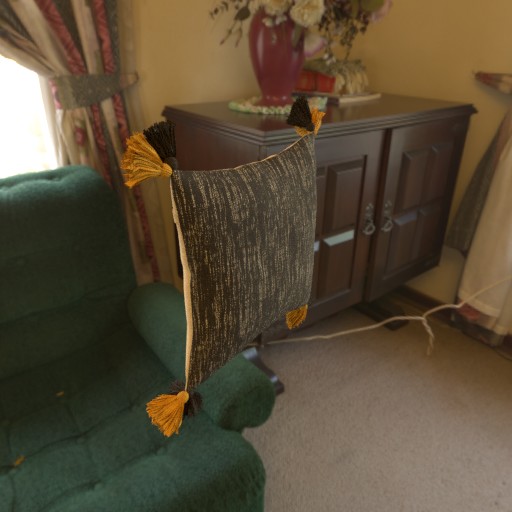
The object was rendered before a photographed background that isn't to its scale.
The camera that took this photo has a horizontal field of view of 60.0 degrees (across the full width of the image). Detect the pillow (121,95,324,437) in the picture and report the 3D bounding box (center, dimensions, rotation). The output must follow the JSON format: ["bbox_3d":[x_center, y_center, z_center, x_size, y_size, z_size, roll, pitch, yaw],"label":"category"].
[{"bbox_3d":[0.000,0.000,1.007,0.139,0.659,0.654,18,31,33],"label":"pillow"}]
